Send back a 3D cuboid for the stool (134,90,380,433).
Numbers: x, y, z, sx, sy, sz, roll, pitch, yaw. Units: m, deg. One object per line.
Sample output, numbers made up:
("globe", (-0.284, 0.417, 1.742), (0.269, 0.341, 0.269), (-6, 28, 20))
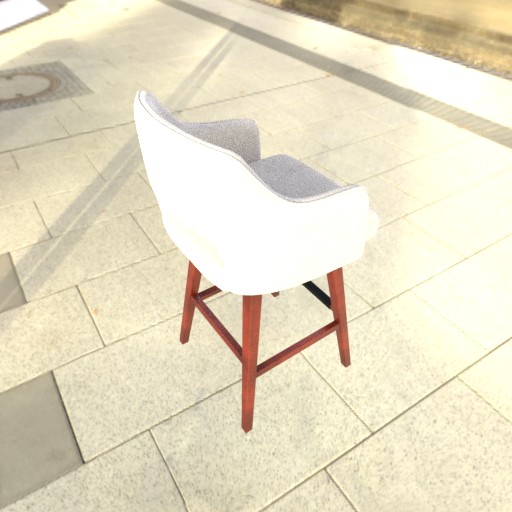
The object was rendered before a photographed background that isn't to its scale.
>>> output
("stool", (0.000, 0.000, 1.373), (0.558, 1.012, 0.548), (-24, 46, -26))
